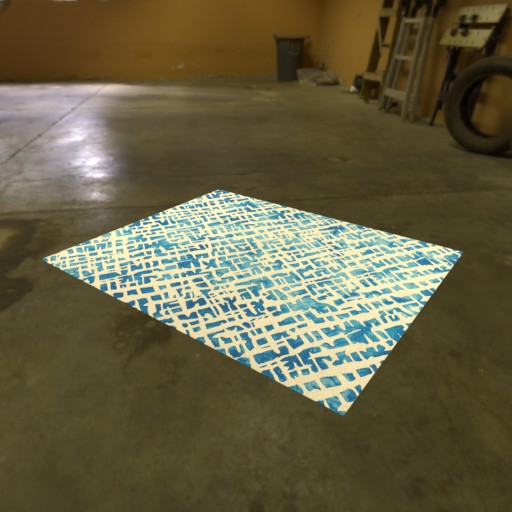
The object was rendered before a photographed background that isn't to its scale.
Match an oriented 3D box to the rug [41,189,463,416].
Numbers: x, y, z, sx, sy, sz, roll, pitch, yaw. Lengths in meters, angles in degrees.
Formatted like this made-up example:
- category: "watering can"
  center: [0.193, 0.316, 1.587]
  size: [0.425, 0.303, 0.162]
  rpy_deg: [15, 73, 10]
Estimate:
- category: "rug"
  center: [0.000, 0.000, 4.048]
  size: [3.007, 0.007, 2.435]
  rpy_deg: [19, 33, 32]
